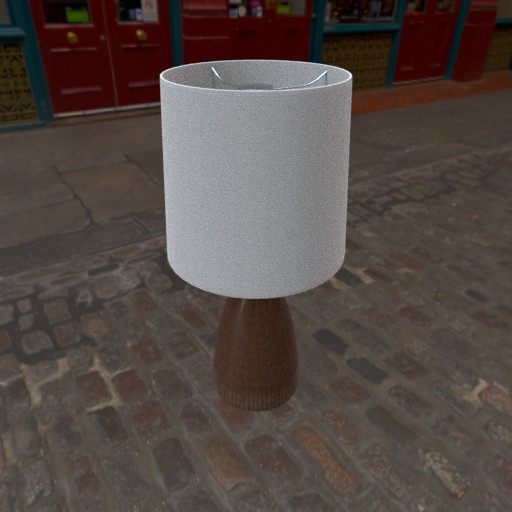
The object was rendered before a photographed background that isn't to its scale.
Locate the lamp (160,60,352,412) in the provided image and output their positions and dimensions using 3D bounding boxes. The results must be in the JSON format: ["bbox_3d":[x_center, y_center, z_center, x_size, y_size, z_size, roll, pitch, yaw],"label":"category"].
[{"bbox_3d":[0.000,0.000,0.478,0.186,0.369,0.186,0,31,0],"label":"lamp"}]
